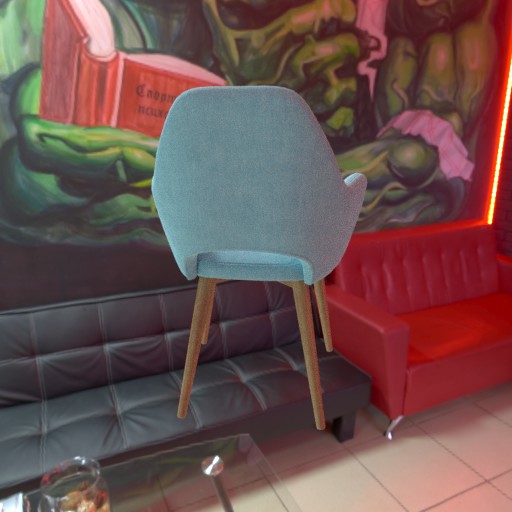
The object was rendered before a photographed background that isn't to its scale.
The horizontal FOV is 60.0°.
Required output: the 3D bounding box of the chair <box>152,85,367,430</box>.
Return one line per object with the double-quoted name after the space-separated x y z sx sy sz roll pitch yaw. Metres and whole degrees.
0.000 0.000 1.241 0.590 0.840 0.610 2 16 7 "chair"
